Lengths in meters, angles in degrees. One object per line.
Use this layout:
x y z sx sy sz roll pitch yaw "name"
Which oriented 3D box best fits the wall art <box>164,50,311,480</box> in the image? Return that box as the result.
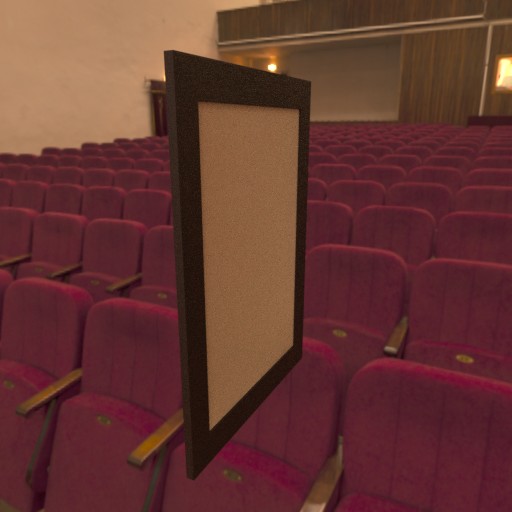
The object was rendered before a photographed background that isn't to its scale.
0.000 0.000 0.652 0.013 0.508 0.359 9 18 27 "wall art"
